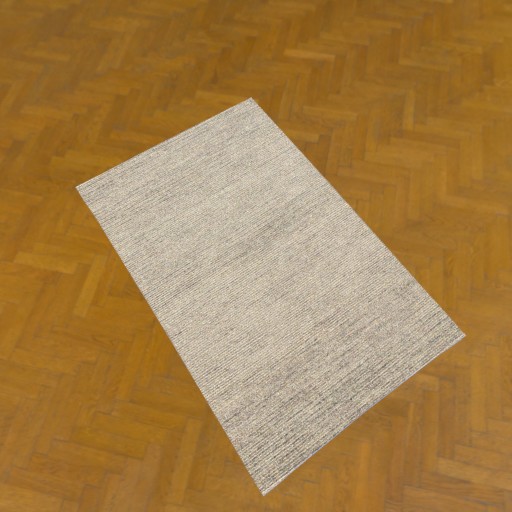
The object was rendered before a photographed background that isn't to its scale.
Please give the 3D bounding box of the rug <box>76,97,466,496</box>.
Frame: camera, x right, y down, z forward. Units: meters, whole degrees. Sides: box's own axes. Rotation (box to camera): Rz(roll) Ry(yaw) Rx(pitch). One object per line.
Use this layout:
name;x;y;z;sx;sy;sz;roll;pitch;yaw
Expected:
rug;0.000;0.000;2.244;1.162;0.022;1.804;-32;69;-14
